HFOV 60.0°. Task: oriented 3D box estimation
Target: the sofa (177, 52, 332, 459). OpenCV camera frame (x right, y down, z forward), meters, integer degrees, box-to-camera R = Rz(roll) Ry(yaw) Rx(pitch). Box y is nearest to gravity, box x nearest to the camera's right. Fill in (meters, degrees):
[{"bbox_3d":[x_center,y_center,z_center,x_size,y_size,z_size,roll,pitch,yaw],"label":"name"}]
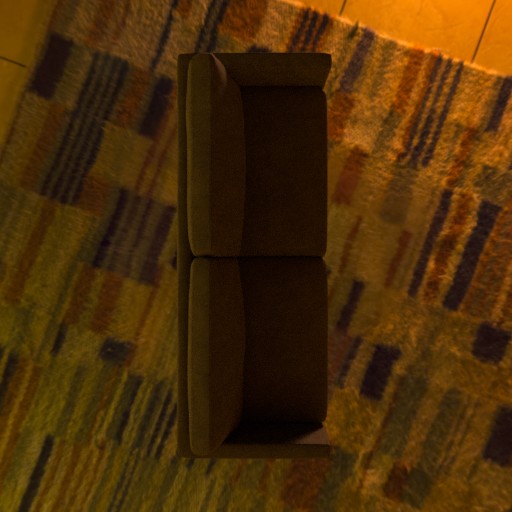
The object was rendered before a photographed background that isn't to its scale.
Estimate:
[{"bbox_3d":[0.000,0.000,2.900,0.951,0.965,2.434,0,90,1],"label":"sofa"}]
